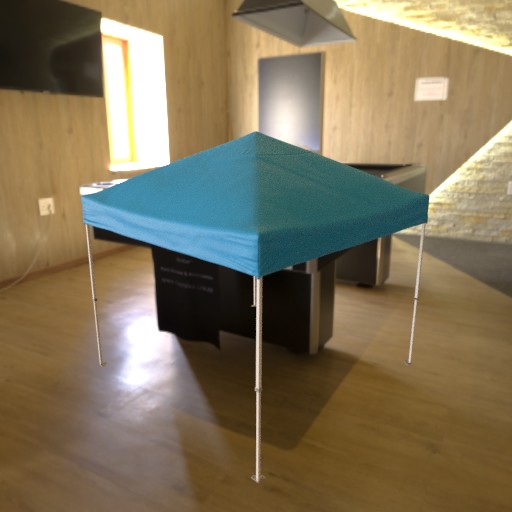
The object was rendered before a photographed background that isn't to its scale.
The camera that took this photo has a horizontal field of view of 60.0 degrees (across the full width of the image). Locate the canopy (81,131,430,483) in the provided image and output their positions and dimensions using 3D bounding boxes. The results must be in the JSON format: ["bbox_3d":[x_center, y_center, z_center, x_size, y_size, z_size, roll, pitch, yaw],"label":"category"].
[{"bbox_3d":[0.000,0.000,5.532,2.998,2.997,2.996,15,22,42],"label":"canopy"}]
